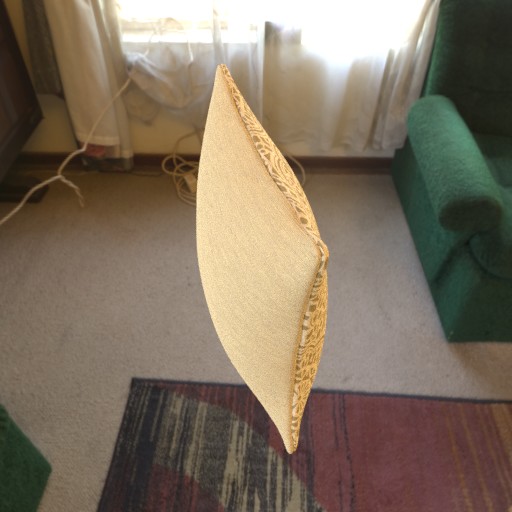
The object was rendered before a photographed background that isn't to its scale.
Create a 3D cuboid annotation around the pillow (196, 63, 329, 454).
[{"bbox_3d":[0.000,0.000,0.665,0.167,0.421,0.438,-10,45,-10],"label":"pillow"}]
